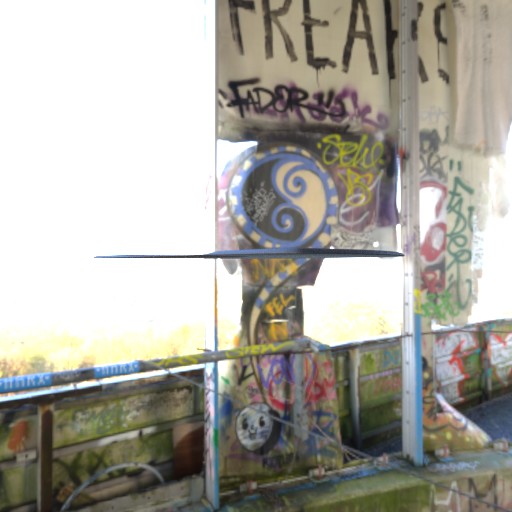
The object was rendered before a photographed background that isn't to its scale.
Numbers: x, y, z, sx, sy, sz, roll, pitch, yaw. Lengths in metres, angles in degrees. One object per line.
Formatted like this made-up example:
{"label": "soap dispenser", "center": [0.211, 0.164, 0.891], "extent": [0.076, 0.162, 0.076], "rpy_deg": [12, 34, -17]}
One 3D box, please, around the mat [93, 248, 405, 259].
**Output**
{"label": "mat", "center": [0.000, 0.000, 1.863], "extent": [0.917, 0.016, 1.525], "rpy_deg": [1, -1, -37]}
